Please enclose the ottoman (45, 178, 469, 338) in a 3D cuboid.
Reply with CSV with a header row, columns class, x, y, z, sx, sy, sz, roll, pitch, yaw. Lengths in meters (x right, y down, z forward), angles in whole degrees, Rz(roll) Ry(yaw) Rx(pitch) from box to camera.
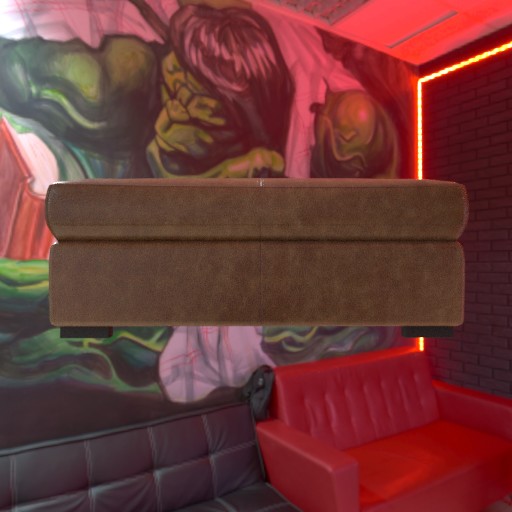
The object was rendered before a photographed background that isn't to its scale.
class,x,y,z,sx,sy,sz,roll,pitch,yaw
ottoman,0.000,0.000,1.780,1.169,0.483,1.168,0,-1,0
